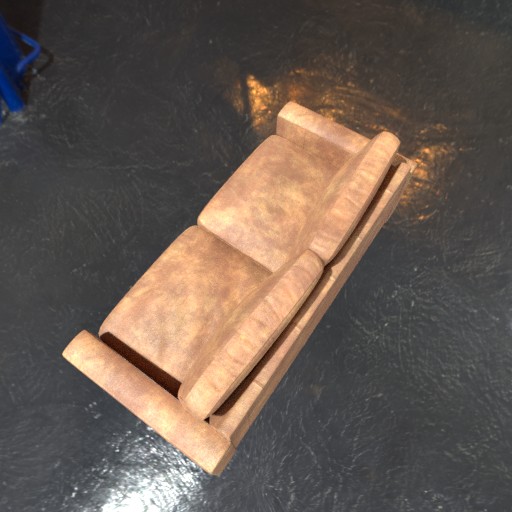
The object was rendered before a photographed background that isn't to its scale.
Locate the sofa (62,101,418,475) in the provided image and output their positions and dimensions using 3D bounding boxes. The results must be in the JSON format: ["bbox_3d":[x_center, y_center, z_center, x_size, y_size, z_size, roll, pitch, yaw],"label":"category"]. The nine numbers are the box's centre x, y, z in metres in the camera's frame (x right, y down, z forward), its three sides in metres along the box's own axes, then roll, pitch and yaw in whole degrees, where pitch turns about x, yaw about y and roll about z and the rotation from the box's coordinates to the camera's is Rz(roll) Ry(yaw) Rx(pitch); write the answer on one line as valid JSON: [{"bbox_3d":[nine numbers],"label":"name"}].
[{"bbox_3d":[0.000,0.000,2.661,1.016,0.873,2.179,32,67,15],"label":"sofa"}]
